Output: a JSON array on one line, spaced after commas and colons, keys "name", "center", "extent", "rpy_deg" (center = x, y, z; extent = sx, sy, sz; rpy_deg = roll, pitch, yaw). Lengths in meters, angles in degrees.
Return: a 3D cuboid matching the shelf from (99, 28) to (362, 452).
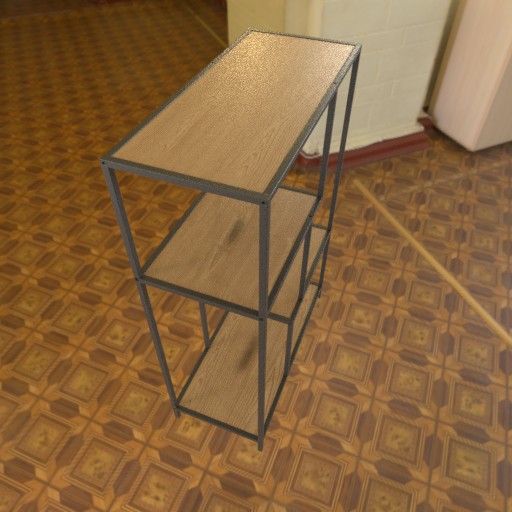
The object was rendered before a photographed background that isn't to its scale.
[{"name": "shelf", "center": [0.000, 0.000, 1.471], "extent": [0.350, 1.138, 0.770], "rpy_deg": [16, 48, 15]}]
